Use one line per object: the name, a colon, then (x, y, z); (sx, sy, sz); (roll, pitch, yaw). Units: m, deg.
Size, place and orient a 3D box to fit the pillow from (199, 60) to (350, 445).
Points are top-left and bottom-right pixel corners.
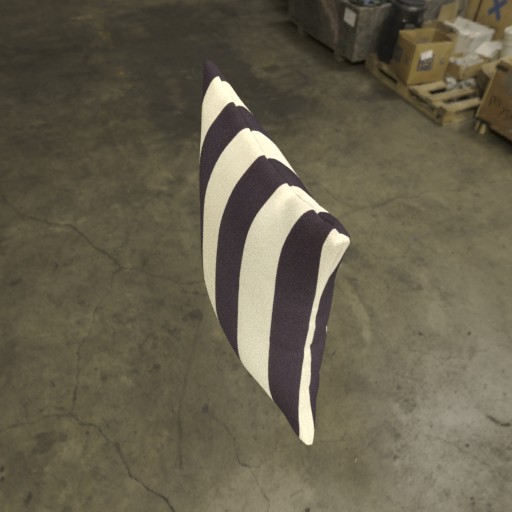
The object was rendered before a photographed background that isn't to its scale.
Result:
pillow: (0.000, 0.000, 0.827); (0.189, 0.526, 0.536); (-16, 48, -15)
